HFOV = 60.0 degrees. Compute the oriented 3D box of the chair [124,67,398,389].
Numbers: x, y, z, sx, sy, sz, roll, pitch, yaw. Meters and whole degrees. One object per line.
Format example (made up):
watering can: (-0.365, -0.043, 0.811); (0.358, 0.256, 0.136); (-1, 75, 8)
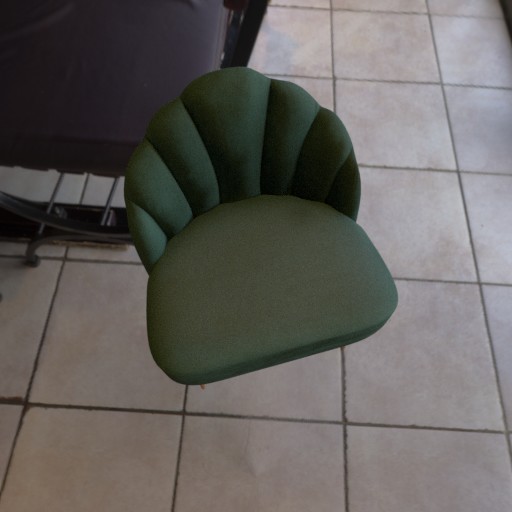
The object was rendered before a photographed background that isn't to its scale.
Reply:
chair: (0.000, 0.000, 1.264); (0.657, 0.819, 0.599); (-14, 64, -7)
